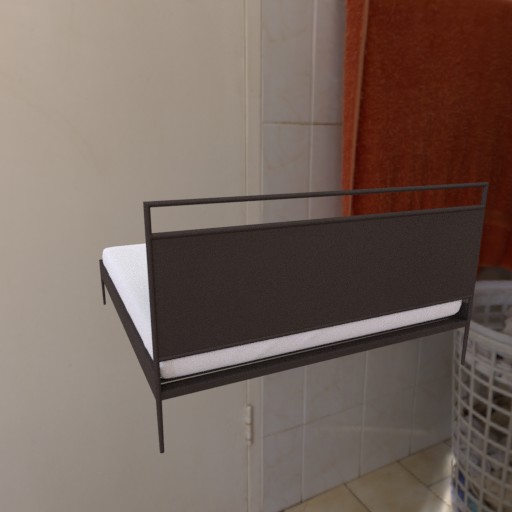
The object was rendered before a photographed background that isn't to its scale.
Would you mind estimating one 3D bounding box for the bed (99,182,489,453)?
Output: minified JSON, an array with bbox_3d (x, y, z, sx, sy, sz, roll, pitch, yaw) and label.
[{"bbox_3d":[0.000,0.000,3.258,1.993,1.173,2.151,-7,16,-24],"label":"bed"}]
